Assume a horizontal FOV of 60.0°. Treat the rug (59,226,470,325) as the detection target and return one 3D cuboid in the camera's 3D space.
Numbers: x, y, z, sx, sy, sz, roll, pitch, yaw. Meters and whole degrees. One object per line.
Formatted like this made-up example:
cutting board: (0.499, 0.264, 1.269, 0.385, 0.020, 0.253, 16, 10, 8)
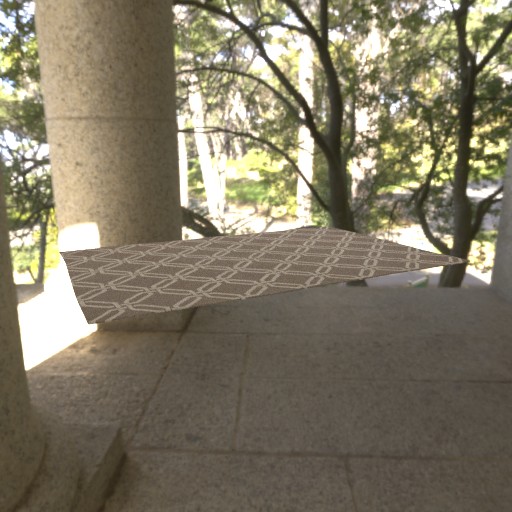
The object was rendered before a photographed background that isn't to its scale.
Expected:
rug: (0.000, 0.000, 2.221, 1.748, 0.010, 1.142, -7, 15, -27)
